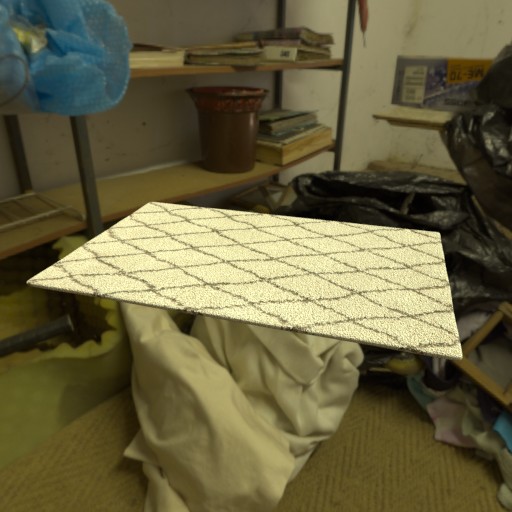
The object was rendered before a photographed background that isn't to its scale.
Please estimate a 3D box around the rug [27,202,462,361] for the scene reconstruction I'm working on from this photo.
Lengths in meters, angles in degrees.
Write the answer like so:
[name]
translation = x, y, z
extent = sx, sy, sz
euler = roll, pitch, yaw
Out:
[rug]
translation = 0.000, 0.000, 3.001
extent = 2.438, 0.030, 1.524
euler = 8, 27, 15
